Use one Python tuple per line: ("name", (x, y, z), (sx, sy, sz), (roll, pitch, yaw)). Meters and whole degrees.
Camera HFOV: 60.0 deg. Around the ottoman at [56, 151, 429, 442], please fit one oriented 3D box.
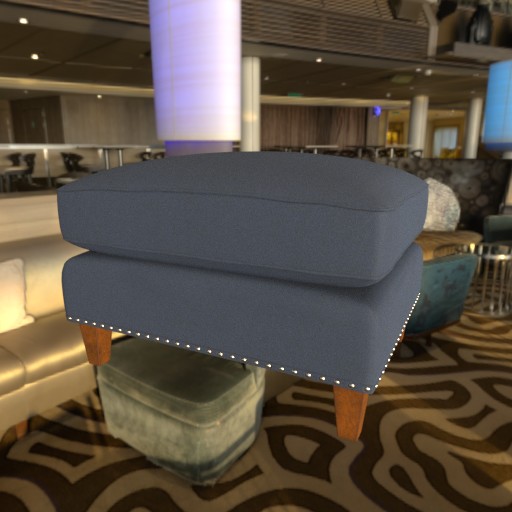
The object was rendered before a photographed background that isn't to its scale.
("ottoman", (0.000, 0.000, 1.115), (0.741, 0.513, 0.584), (7, 15, 26))
